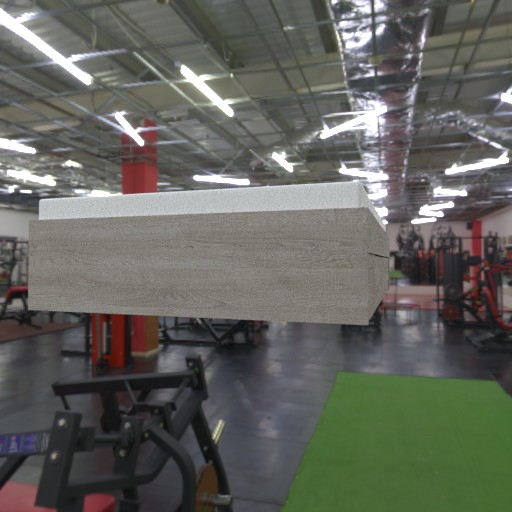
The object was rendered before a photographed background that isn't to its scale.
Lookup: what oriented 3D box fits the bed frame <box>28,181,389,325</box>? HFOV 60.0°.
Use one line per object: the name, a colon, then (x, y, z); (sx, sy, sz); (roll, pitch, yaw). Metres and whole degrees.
bed frame: (0.000, 0.000, 2.632); (1.448, 0.490, 1.944); (0, -1, 19)
